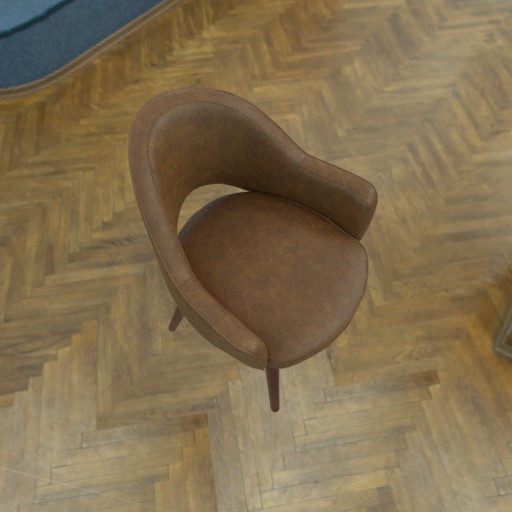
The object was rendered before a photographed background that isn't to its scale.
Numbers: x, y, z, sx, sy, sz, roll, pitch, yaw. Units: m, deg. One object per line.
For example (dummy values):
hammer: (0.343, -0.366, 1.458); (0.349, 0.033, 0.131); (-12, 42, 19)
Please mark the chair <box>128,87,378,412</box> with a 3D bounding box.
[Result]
chair: (0.000, 0.000, 1.276); (0.640, 0.777, 0.591); (33, 64, 19)
